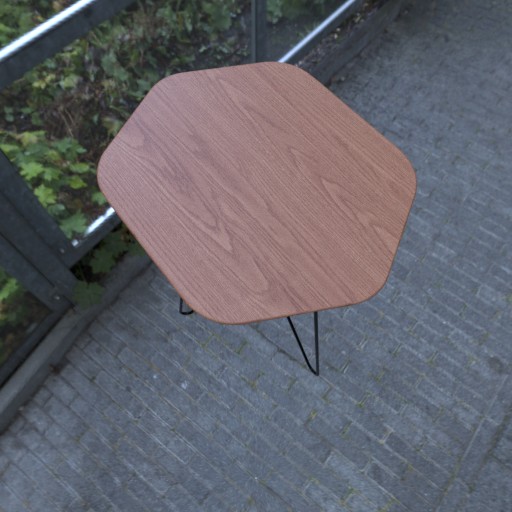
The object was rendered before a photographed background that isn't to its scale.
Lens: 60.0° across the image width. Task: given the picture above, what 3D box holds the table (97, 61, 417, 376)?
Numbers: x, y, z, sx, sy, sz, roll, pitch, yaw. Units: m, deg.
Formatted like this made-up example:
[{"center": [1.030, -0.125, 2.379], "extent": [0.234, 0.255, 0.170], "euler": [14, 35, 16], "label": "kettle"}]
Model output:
[{"center": [0.000, 0.000, 0.911], "extent": [0.400, 0.562, 0.500], "euler": [-35, 69, -16], "label": "table"}]
